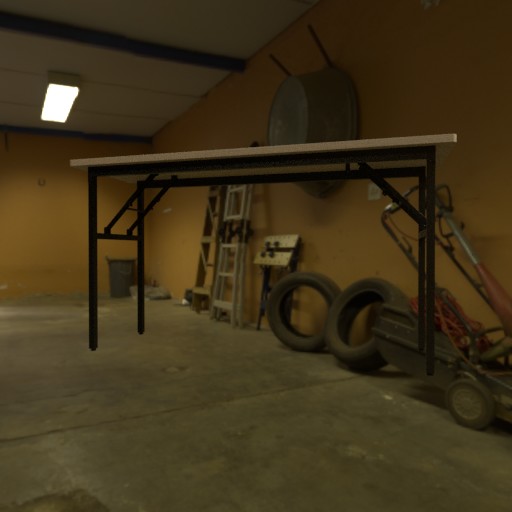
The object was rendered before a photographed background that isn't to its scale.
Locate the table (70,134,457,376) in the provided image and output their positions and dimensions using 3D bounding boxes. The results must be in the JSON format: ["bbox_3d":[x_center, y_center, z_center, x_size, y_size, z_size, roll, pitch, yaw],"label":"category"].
[{"bbox_3d":[0.000,0.000,1.755,1.397,0.750,0.447,0,1,16],"label":"table"}]
